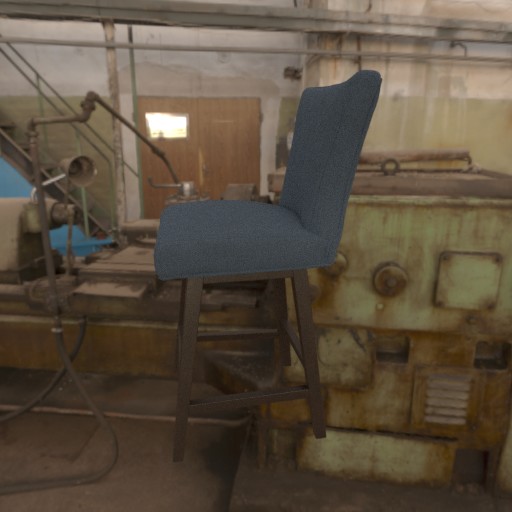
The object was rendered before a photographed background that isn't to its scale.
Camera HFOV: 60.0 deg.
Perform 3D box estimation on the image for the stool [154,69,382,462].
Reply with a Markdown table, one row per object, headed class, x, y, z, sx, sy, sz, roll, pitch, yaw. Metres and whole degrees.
| class | x | y | z | sx | sy | sz | roll | pitch | yaw |
| --- | --- | --- | --- | --- | --- | --- | --- | --- | --- |
| stool | 0.000 | 0.000 | 1.338 | 0.574 | 1.000 | 0.514 | -3 | 16 | -9 |
